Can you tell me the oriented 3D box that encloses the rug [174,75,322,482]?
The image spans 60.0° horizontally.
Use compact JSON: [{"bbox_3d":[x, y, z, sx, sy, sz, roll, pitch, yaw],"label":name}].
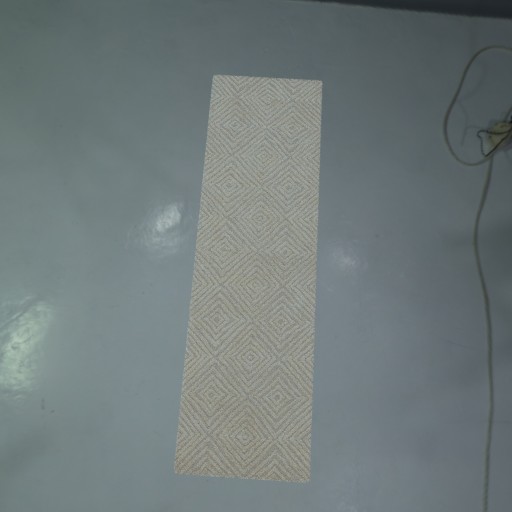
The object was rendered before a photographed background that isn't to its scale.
[{"bbox_3d":[0.000,0.000,2.475,0.676,0.008,2.277,4,76,1],"label":"rug"}]
